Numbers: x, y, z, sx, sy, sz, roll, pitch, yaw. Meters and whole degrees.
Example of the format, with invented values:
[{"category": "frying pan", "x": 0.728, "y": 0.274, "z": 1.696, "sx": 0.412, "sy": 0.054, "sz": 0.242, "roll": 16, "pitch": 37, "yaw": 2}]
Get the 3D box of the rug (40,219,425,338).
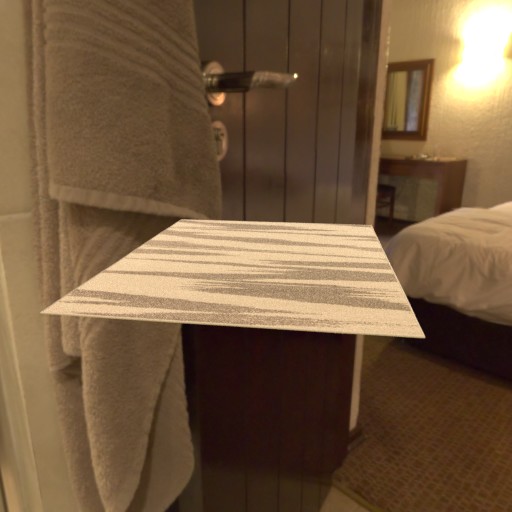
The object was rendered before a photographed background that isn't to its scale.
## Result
[{"category": "rug", "x": 0.000, "y": 0.000, "z": 4.034, "sx": 2.353, "sy": 0.014, "sz": 2.945, "roll": 2, "pitch": 16, "yaw": 8}]
